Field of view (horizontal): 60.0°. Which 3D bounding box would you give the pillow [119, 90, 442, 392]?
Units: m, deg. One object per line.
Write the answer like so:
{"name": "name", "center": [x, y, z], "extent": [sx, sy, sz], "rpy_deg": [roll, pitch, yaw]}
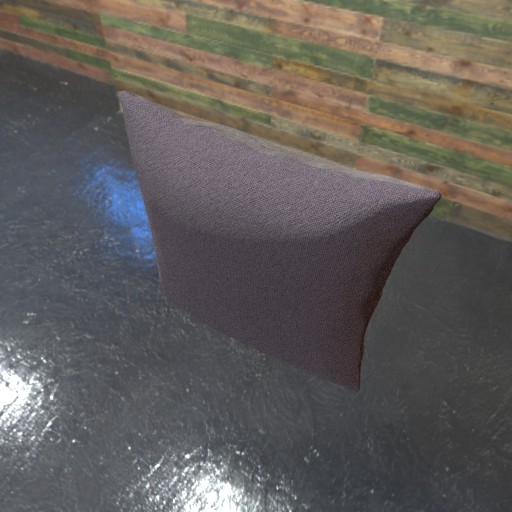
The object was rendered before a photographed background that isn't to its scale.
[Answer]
{"name": "pillow", "center": [0.000, 0.000, 0.694], "extent": [0.452, 0.439, 0.204], "rpy_deg": [24, 51, 21]}
